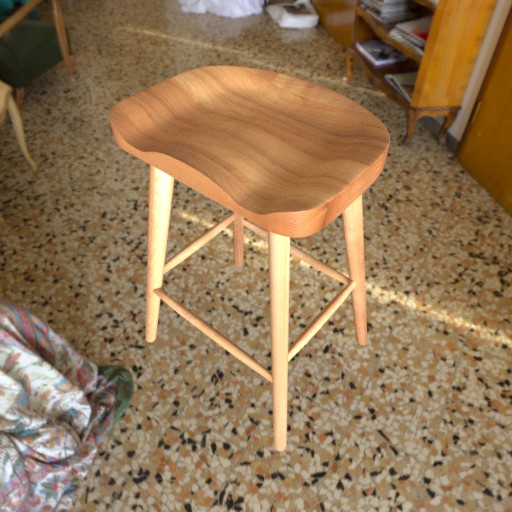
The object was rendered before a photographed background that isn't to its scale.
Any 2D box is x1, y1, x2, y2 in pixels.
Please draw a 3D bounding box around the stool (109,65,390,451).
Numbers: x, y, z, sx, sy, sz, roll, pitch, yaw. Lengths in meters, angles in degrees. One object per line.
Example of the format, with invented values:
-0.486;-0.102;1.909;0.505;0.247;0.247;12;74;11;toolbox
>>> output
0.000;0.000;0.896;0.440;0.615;0.361;31;54;26;stool
